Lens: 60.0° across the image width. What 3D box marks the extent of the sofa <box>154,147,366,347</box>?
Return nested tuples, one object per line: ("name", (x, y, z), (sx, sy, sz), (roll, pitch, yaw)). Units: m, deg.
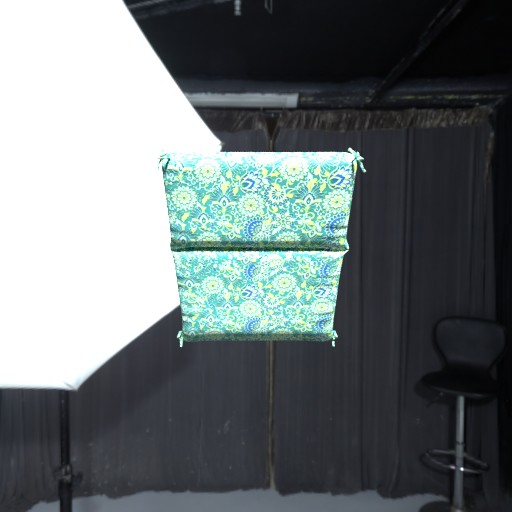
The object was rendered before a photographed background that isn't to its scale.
("sofa", (0.000, 0.000, 1.968), (0.582, 0.622, 1.663), (0, 1, -1))
